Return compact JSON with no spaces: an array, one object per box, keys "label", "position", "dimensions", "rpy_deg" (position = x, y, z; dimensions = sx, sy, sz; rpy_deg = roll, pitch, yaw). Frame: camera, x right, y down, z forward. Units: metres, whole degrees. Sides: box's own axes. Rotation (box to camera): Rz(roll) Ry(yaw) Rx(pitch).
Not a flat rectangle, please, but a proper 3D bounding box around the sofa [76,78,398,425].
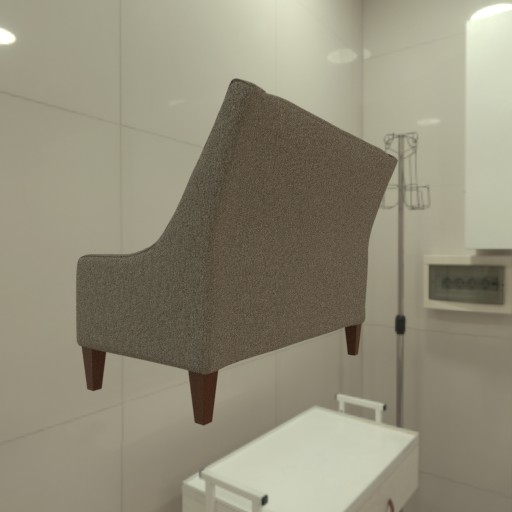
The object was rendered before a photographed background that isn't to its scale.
[{"label":"sofa","position":[0.000,0.000,1.955],"dimensions":[0.862,1.026,1.242],"rpy_deg":[0,1,36]}]
